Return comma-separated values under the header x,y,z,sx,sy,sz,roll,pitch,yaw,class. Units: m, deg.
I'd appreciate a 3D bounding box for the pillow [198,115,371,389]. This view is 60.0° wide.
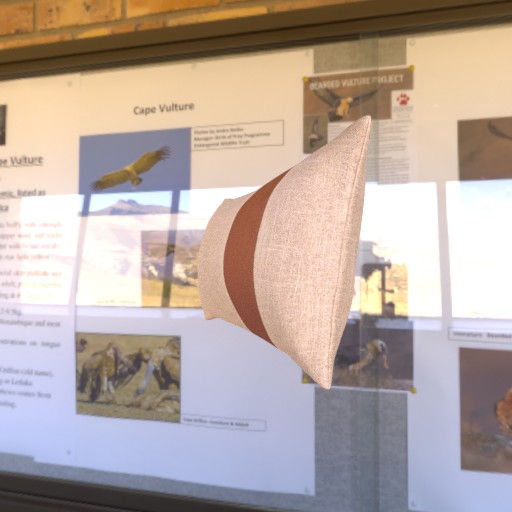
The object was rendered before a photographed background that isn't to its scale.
x,y,z,sx,sy,sz,roll,pitch,yaw,class
0.000,0.000,0.741,0.155,0.282,0.612,0,-1,-18,pillow
